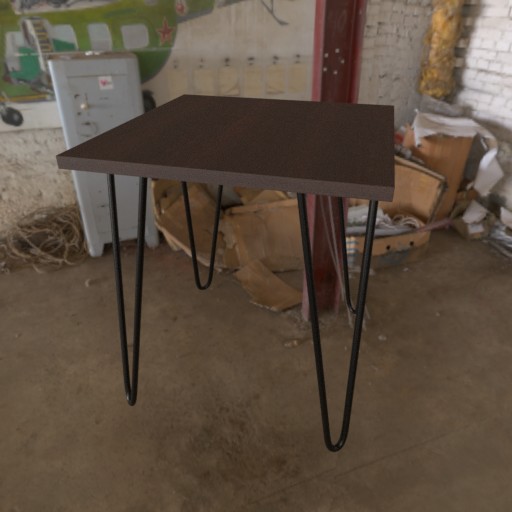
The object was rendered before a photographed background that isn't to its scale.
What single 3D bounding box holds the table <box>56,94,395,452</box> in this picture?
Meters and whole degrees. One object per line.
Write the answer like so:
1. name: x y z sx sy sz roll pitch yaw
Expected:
1. table: 0.000 0.000 0.963 0.495 0.559 0.495 8 31 13
